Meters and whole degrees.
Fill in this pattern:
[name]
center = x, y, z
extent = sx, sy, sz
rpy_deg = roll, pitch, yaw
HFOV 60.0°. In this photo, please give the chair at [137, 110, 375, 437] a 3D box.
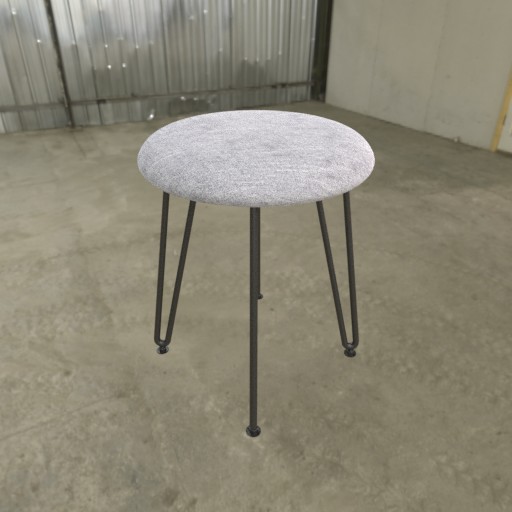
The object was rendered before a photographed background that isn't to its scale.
[chair]
center = 0.000, 0.000, 0.673
extent = 0.350, 0.386, 0.350
rpy_deg = 1, 31, 1
